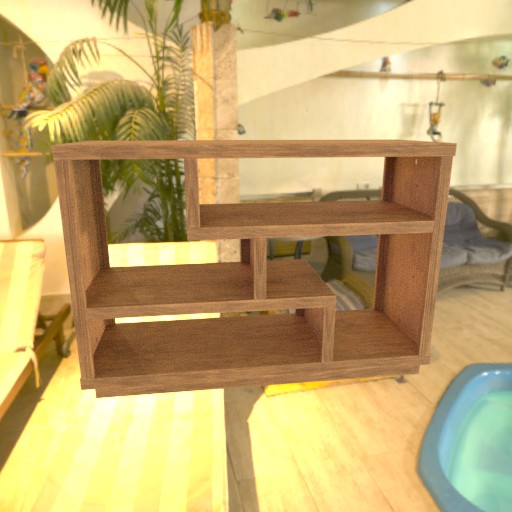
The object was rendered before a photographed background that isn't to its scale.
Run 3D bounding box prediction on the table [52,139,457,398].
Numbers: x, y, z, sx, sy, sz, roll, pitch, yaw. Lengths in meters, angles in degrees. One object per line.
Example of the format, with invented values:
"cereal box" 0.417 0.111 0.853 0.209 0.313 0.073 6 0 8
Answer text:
"table" 0.000 0.000 1.545 1.151 0.771 0.410 -2 16 -7
